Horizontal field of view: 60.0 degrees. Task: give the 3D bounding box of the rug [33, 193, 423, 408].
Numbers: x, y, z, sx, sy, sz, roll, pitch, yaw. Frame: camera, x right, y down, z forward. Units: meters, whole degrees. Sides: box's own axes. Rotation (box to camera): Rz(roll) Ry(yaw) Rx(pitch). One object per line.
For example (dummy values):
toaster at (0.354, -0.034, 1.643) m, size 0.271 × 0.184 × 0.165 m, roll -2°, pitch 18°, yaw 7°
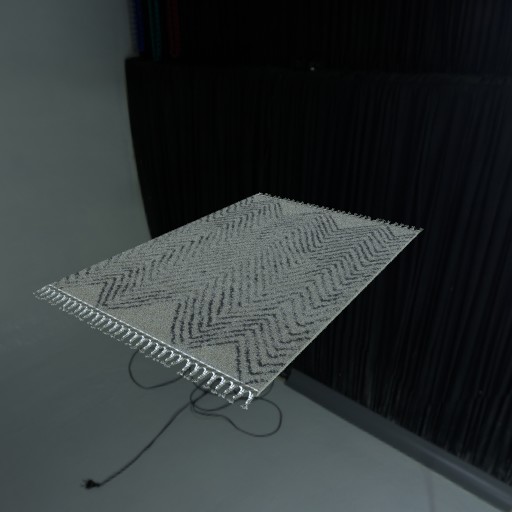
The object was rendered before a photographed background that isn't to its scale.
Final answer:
rug at (0.000, 0.000, 2.379) m, size 1.230 × 0.014 × 1.847 m, roll 17°, pitch 31°, yaw 32°
